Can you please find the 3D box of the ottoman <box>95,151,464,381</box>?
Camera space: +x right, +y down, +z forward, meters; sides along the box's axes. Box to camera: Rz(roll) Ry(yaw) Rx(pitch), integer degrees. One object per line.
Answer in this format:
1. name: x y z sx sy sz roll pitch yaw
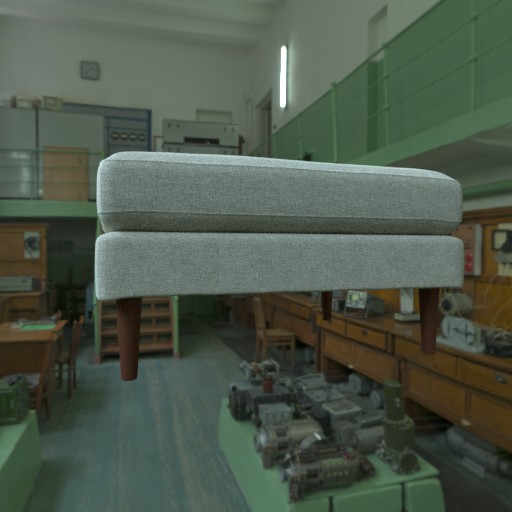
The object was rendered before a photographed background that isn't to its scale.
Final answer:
1. ottoman: 0.000 0.000 1.234 0.821 0.474 0.693 0 1 -18
